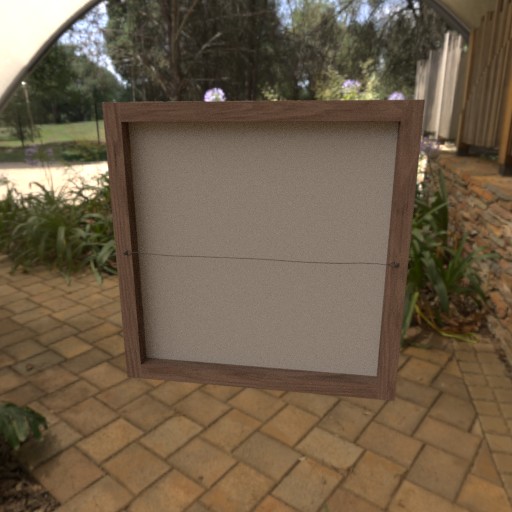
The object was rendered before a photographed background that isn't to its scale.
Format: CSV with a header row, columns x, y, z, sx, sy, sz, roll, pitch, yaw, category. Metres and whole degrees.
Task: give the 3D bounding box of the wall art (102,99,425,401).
x,y,z,sx,sy,sz,roll,pitch,yaw,category
0.000,0.000,0.930,0.609,0.613,0.041,3,16,9,wall art
